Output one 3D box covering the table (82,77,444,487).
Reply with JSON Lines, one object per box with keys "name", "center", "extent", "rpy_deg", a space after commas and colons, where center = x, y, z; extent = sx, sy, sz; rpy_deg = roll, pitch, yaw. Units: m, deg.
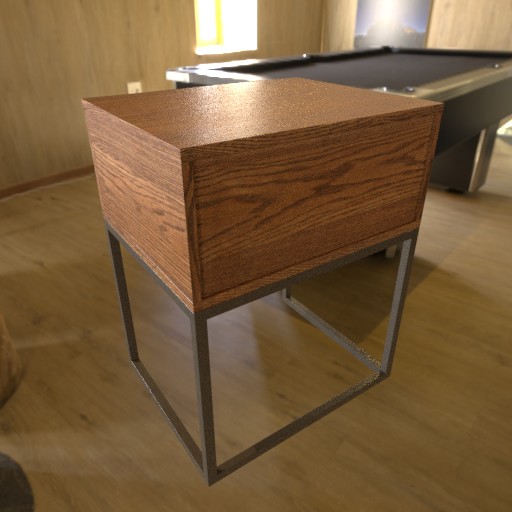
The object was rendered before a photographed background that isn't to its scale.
{"name": "table", "center": [0.000, 0.000, 0.906], "extent": [0.482, 0.610, 0.400], "rpy_deg": [-19, 34, -30]}
